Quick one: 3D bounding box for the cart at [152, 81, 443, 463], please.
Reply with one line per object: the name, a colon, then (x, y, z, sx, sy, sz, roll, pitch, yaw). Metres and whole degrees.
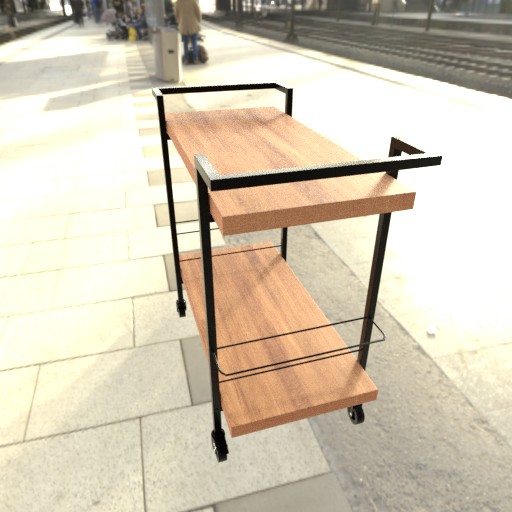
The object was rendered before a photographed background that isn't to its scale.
cart: (0.000, 0.000, 1.209, 0.406, 0.762, 0.806, -9, 31, -15)
